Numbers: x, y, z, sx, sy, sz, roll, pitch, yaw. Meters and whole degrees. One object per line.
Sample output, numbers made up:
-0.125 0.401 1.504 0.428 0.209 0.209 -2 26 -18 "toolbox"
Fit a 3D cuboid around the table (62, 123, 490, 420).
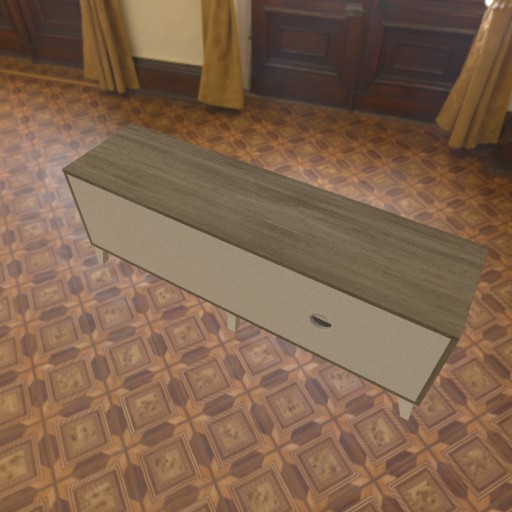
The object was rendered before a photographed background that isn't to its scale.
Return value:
0.000 0.000 1.753 1.500 0.530 0.400 23 51 21 "table"
